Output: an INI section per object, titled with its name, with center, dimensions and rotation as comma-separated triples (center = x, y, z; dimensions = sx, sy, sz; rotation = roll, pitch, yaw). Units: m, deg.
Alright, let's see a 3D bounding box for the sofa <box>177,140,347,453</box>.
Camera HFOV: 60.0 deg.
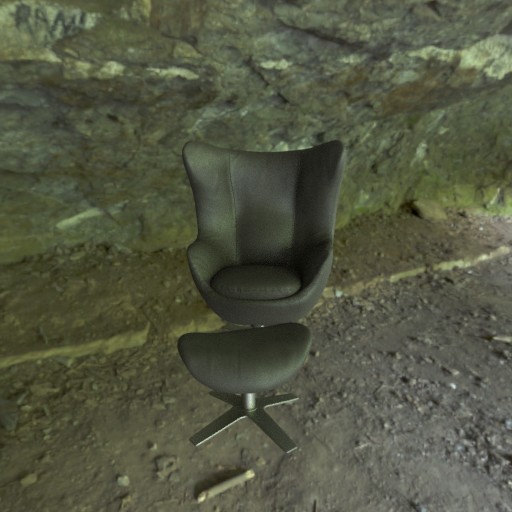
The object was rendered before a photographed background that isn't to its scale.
[sofa]
center = 0.000, 0.000, 2.205
dimensions = 0.894, 1.135, 1.444
rotation = 1, 13, 6
